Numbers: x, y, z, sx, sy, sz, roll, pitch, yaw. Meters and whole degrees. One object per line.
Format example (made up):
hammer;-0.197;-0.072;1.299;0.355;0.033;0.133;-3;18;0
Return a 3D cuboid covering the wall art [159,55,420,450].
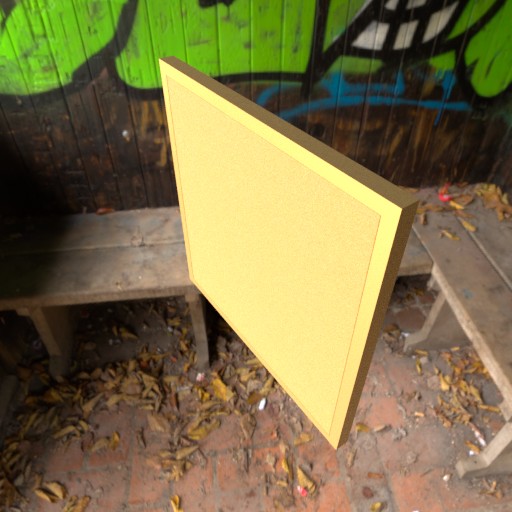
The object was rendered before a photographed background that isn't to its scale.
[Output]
wall art;0.000;0.000;2.829;0.099;1.926;1.926;-26;48;-26
